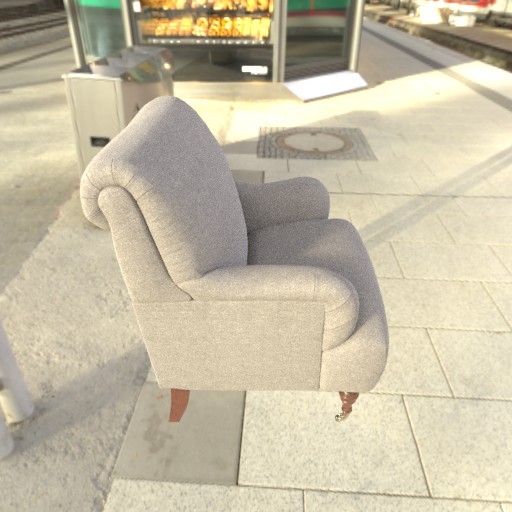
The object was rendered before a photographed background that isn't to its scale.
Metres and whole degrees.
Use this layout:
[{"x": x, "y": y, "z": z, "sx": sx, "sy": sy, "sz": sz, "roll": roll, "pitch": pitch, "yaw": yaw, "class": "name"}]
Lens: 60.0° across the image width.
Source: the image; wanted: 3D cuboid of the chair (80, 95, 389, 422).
[{"x": 0.000, "y": 0.000, "z": 1.539, "sx": 0.843, "sy": 0.942, "sz": 0.766, "roll": 1, "pitch": 32, "yaw": 1, "class": "chair"}]
